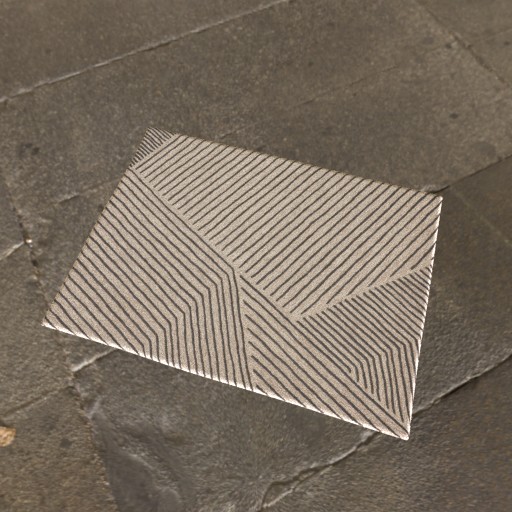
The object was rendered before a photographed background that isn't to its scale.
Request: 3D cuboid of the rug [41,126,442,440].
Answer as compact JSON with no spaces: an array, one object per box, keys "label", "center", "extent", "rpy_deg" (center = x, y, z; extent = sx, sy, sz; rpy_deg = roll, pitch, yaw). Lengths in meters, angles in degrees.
[{"label":"rug","center":[0.000,0.000,3.185],"extent":[2.449,0.028,1.829],"rpy_deg":[15,64,8]}]
